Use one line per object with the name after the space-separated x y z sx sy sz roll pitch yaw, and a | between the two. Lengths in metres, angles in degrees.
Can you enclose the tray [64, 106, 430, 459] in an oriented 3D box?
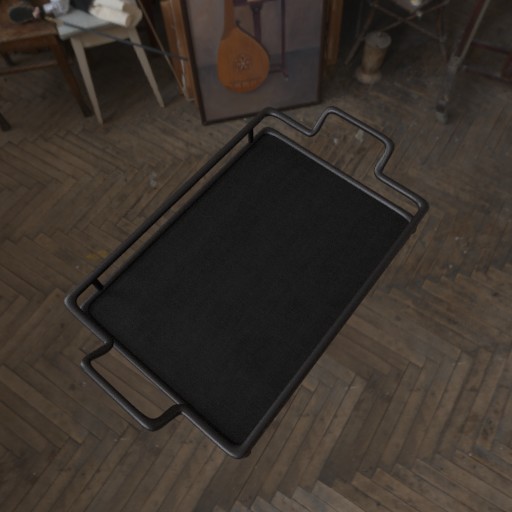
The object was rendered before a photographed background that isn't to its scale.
0.000 0.000 0.602 0.297 0.101 0.495 36 70 16 | tray
